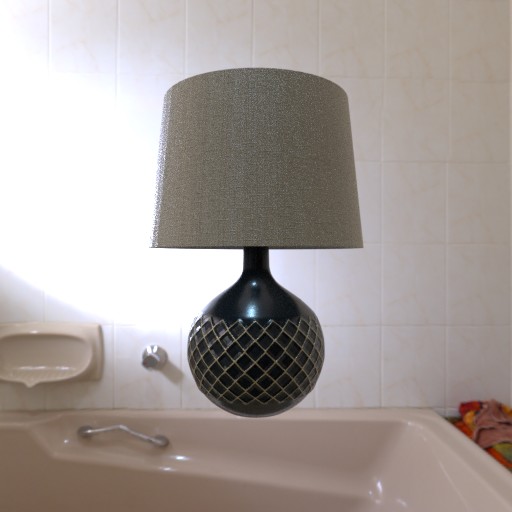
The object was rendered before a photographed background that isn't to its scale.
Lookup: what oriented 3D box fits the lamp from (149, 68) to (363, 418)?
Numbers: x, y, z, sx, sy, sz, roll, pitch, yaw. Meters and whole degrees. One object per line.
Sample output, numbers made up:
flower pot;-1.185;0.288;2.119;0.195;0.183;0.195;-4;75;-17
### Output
lamp;0.000;0.000;0.797;0.376;0.540;0.376;0;0;0
